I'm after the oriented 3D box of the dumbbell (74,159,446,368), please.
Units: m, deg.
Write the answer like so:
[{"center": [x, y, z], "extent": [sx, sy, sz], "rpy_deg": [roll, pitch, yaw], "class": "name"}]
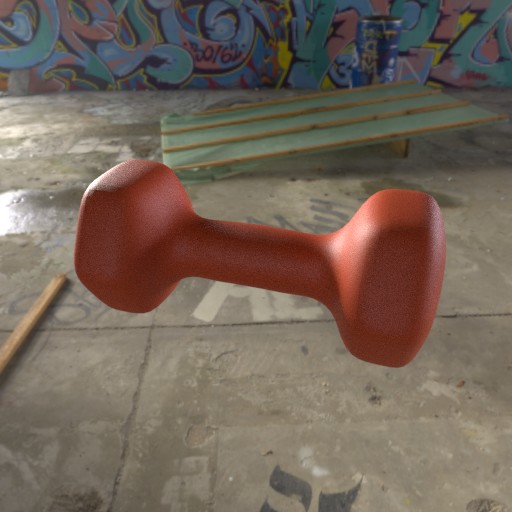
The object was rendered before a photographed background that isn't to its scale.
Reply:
[{"center": [0.000, 0.000, 0.209], "extent": [0.162, 0.071, 0.079], "rpy_deg": [10, 33, 15], "class": "dumbbell"}]
